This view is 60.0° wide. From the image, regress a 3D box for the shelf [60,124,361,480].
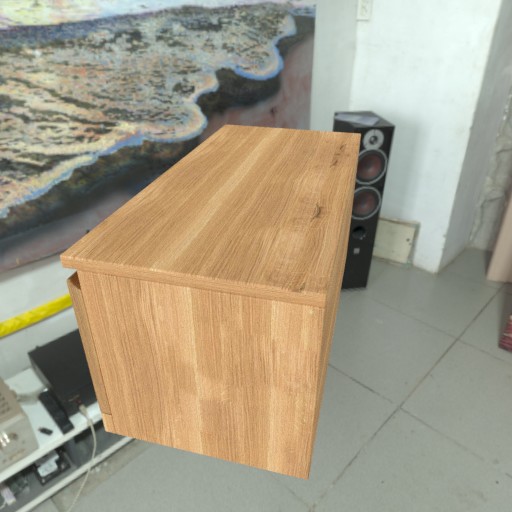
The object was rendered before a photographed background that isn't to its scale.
[{"bbox_3d":[0.000,0.000,1.054,0.400,0.400,0.800,8,31,13],"label":"shelf"}]
